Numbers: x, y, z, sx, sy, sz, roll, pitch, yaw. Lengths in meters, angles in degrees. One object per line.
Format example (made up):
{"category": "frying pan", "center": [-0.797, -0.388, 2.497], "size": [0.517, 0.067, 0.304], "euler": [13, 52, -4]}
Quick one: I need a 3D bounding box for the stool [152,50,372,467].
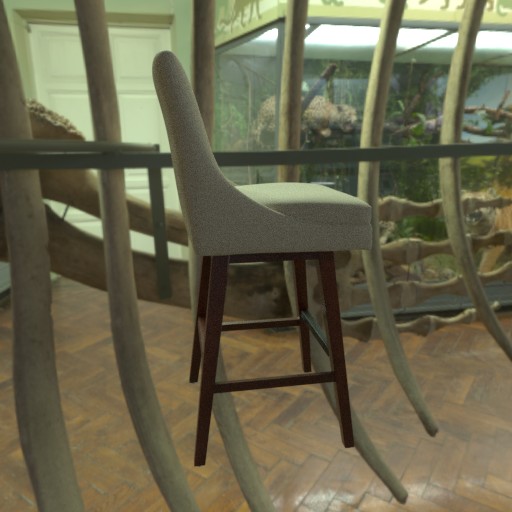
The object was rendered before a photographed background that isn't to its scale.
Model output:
{"category": "stool", "center": [0.000, 0.000, 1.364], "size": [0.559, 1.097, 0.470], "euler": [-3, 16, -10]}
